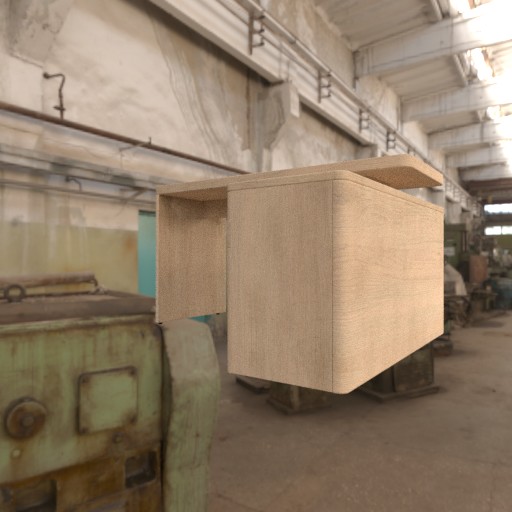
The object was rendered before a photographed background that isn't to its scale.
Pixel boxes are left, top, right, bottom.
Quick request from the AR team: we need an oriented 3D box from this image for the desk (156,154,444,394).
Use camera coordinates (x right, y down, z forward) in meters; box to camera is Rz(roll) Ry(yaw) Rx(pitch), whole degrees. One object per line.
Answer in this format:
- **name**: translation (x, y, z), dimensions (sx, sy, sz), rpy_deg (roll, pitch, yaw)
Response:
- **desk**: translation (0.000, 0.000, 2.053), dimensions (1.400, 0.770, 1.175), rpy_deg (0, 0, 35)
